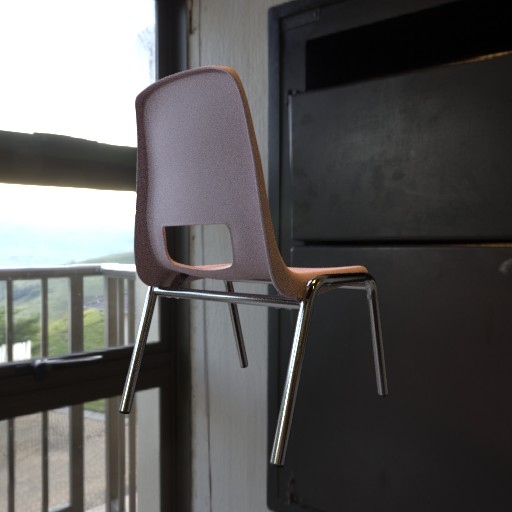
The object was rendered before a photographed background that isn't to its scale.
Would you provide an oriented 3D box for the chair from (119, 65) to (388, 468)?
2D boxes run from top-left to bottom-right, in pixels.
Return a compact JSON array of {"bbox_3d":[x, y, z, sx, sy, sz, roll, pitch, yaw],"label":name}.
[{"bbox_3d":[0.000,0.000,0.791,0.354,0.536,0.385,1,2,36],"label":"chair"}]
